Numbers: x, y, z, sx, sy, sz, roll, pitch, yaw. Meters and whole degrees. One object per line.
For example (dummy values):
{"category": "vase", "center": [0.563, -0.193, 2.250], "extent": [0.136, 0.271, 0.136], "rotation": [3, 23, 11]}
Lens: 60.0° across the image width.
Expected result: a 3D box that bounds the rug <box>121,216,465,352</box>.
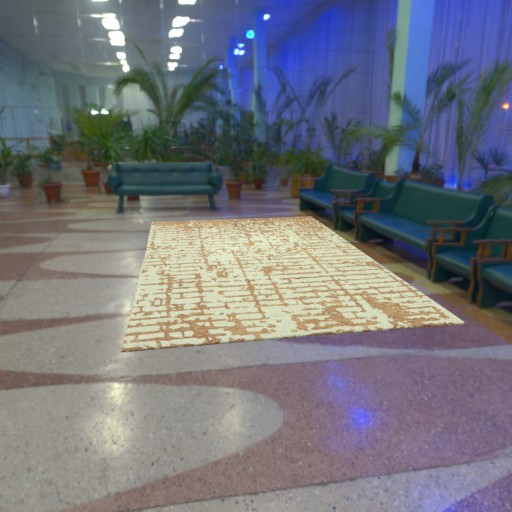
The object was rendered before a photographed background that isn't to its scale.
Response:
{"category": "rug", "center": [0.000, 0.000, 3.043], "extent": [1.517, 0.011, 2.435], "rotation": [-3, 17, -9]}
